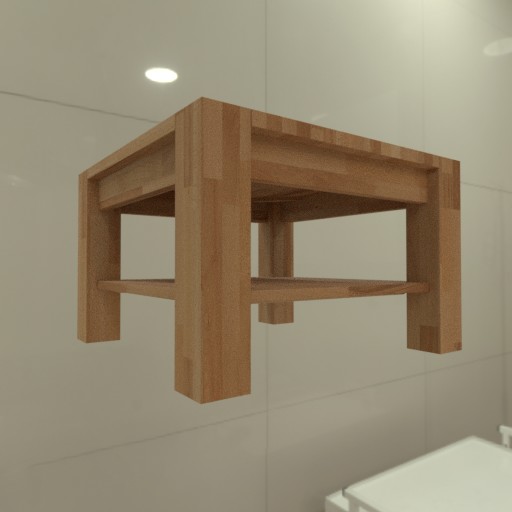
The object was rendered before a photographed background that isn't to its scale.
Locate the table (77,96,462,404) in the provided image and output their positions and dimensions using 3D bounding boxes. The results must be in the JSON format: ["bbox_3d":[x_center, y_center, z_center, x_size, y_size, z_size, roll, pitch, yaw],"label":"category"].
[{"bbox_3d":[0.000,0.000,1.135,0.700,0.451,0.700,1,-1,-36],"label":"table"}]
